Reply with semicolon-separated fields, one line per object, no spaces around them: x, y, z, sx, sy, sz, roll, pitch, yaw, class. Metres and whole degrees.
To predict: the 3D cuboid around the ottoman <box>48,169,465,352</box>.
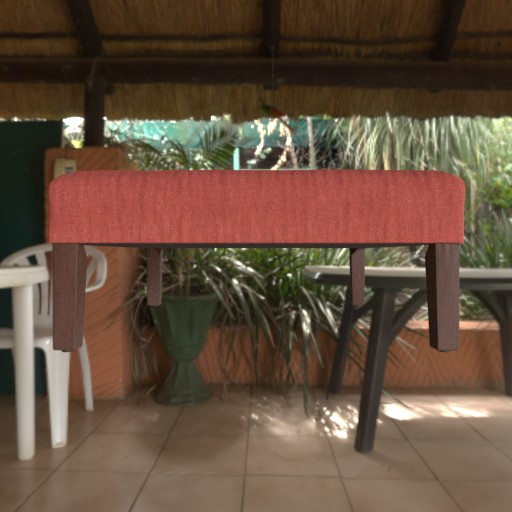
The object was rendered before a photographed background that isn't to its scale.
0.000;0.000;1.379;0.889;0.411;0.890;0;0;0;ottoman
